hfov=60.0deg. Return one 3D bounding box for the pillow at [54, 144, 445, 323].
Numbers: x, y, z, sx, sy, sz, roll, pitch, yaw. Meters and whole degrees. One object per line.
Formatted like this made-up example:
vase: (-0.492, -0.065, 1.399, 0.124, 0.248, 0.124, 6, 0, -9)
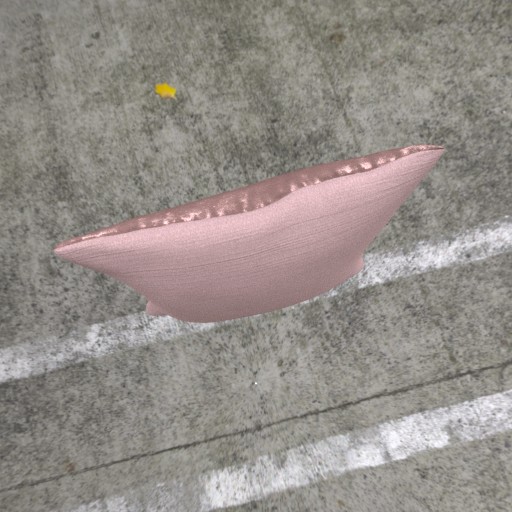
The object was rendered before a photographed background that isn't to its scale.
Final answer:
pillow: (0.000, 0.000, 0.726, 0.470, 0.464, 0.175, -14, 74, -4)
